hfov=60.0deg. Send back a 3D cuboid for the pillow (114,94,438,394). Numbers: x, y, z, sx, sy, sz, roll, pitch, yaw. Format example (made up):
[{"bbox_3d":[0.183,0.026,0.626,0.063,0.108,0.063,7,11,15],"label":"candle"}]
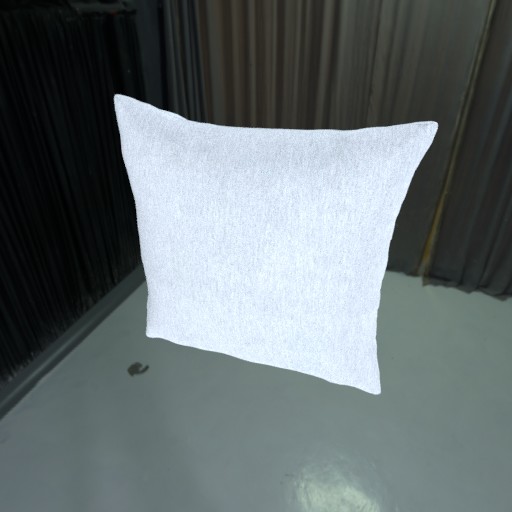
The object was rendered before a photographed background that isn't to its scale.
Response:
[{"bbox_3d":[0.000,0.000,0.671,0.433,0.436,0.173,11,33,17],"label":"pillow"}]
